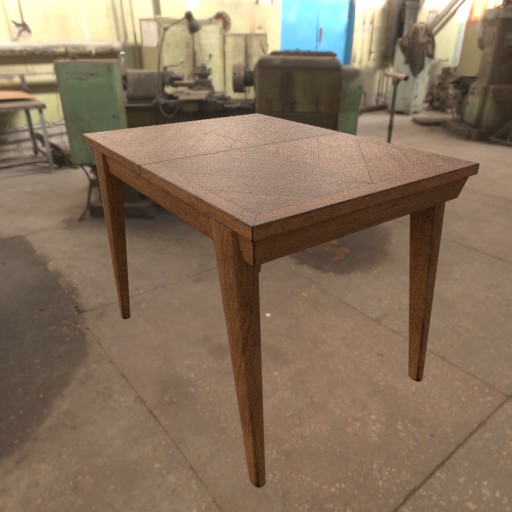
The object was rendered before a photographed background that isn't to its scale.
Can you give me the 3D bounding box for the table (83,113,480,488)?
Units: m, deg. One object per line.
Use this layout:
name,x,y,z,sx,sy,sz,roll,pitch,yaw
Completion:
table,0.000,0.000,1.547,0.757,0.760,1.027,-18,32,-31
